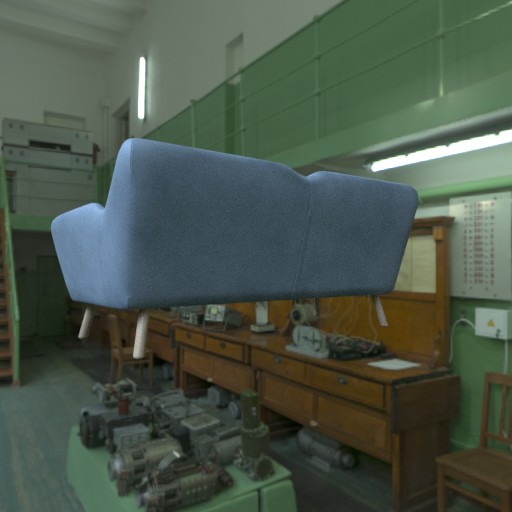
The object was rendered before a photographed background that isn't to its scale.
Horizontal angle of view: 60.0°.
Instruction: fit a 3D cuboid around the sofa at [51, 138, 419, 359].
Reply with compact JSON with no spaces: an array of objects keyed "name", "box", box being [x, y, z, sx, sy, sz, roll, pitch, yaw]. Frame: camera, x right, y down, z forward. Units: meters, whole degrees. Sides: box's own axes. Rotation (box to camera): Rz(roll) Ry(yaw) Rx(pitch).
[{"name":"sofa","box":[0.000,0.000,2.336,1.870,0.810,0.850,1,-1,-36]}]
